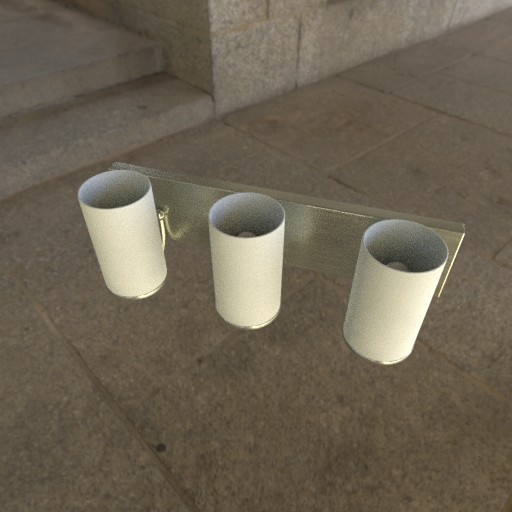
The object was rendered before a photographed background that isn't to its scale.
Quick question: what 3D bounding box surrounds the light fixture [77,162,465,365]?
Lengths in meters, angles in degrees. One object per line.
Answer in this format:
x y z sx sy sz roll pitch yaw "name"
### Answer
0.000 0.000 0.536 0.451 0.172 0.145 12 44 13 "light fixture"
